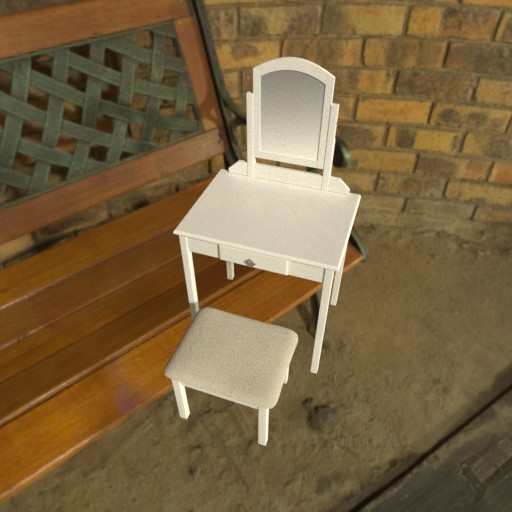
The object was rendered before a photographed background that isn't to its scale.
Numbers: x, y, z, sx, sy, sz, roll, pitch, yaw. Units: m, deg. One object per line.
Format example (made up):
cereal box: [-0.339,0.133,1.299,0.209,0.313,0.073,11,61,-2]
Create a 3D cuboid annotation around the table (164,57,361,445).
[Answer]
table: [0.000,0.000,2.311,0.876,1.631,1.211,13,44,14]
